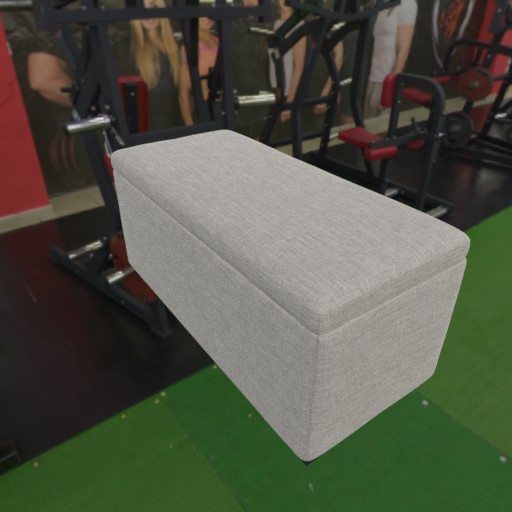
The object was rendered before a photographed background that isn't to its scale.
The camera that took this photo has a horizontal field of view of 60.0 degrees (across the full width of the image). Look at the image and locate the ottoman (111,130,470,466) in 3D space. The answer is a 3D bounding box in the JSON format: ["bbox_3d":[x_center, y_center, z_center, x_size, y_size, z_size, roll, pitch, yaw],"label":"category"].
[{"bbox_3d":[0.000,0.000,1.146,0.419,0.432,0.902,-21,37,-30],"label":"ottoman"}]
